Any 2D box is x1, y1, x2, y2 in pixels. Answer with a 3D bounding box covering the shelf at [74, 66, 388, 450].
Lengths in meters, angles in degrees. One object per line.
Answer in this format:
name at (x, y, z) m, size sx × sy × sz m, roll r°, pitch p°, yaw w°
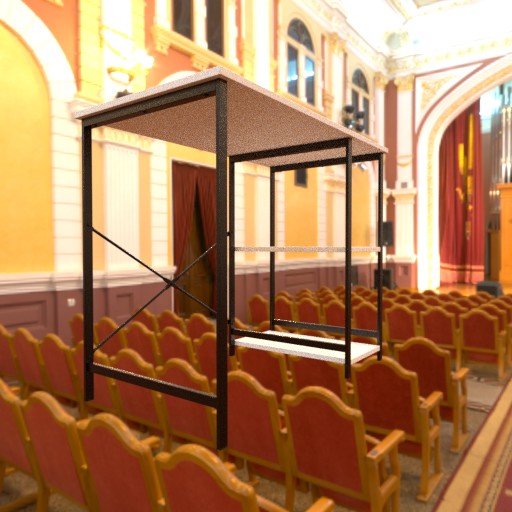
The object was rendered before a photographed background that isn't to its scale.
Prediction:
shelf at (0.000, 0.000, 1.363) m, size 0.498 × 0.750 × 0.902 m, roll 1°, pitch 2°, yaw 37°
